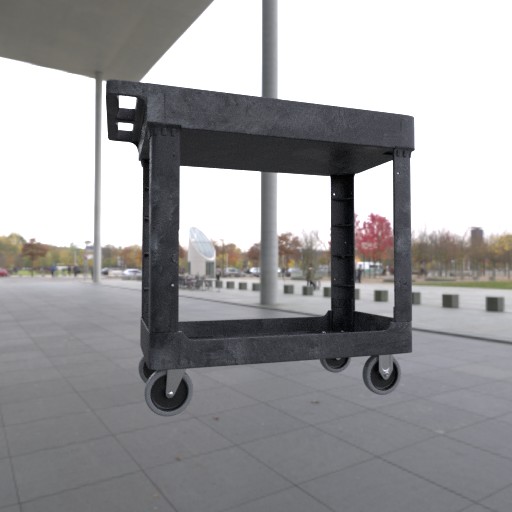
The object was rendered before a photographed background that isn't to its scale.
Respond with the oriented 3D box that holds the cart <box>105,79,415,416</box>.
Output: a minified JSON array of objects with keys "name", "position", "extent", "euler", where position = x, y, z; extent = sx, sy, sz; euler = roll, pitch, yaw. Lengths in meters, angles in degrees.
[{"name":"cart","position":[0.000,0.000,1.362],"extent":[0.877,0.824,0.420],"euler":[0,-2,-18]}]
